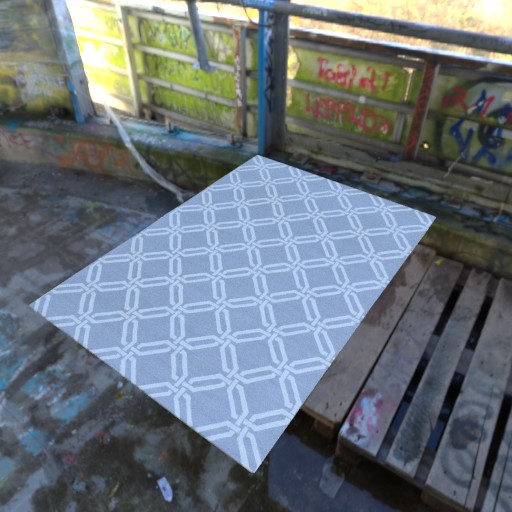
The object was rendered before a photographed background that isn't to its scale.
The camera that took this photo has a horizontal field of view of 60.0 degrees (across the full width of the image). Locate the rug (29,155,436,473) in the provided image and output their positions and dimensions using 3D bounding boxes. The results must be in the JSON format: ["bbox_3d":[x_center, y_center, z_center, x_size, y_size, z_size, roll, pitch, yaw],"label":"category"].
[{"bbox_3d":[0.000,0.000,2.728,1.522,0.013,2.133,25,47,27],"label":"rug"}]
